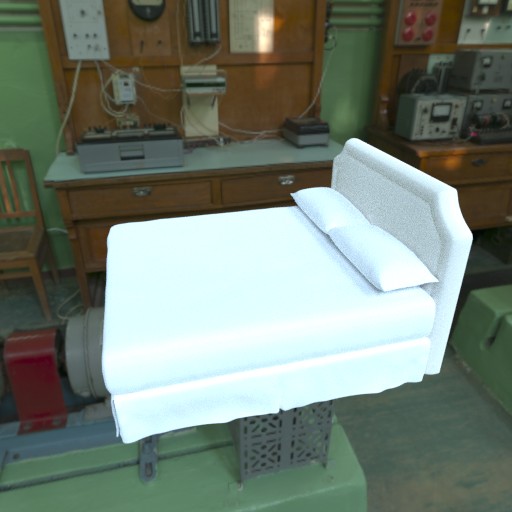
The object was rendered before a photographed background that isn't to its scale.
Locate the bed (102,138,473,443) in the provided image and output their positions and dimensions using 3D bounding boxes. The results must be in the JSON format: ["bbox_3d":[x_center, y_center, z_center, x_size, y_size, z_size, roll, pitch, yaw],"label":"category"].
[{"bbox_3d":[0.000,0.000,3.830,2.548,1.524,2.134,-7,29,-13],"label":"bed"}]
